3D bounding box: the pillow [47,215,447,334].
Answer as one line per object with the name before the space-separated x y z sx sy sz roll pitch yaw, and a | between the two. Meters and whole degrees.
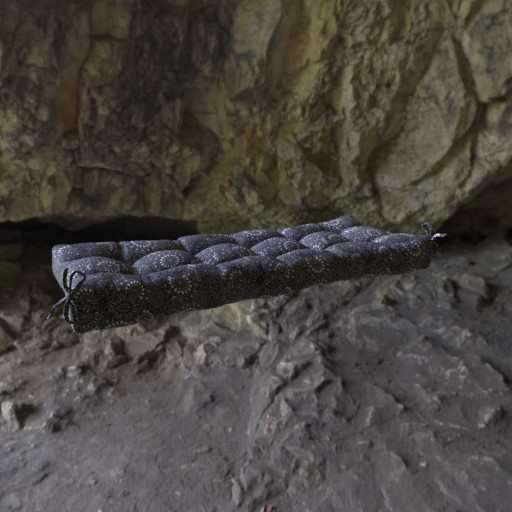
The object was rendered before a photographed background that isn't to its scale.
pillow | 0.000 0.000 1.356 1.194 0.174 0.511 -8 17 -27
